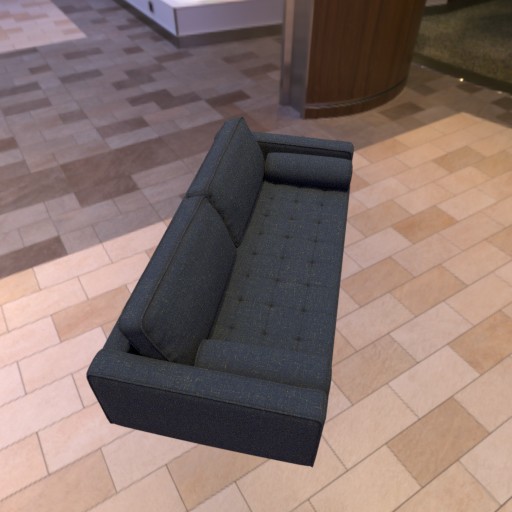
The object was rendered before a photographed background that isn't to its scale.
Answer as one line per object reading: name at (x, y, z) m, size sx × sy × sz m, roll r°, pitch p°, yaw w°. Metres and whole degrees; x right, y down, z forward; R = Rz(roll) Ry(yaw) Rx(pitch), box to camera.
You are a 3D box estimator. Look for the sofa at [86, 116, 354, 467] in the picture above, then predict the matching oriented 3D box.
sofa at (0.000, 0.000, 2.348) m, size 0.914 × 0.762 × 1.880 m, roll 8°, pitch 45°, yaw 9°
